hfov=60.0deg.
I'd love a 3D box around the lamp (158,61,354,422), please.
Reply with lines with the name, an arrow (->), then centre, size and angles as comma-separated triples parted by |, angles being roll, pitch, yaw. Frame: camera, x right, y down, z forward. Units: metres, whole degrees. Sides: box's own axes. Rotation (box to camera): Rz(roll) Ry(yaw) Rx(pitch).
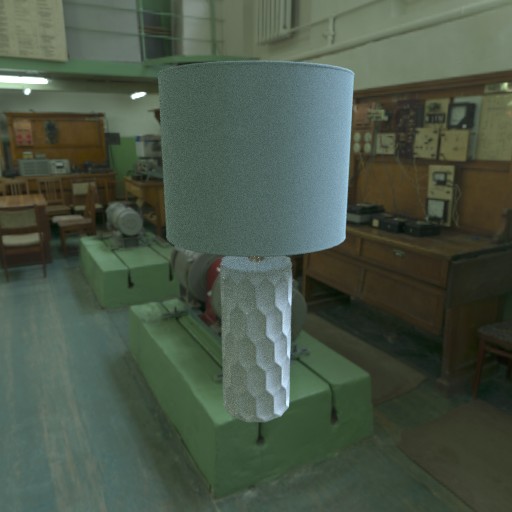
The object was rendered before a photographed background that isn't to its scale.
lamp -> 0.000, 0.000, 0.706 | 0.277, 0.534, 0.277 | -9, 17, -29
